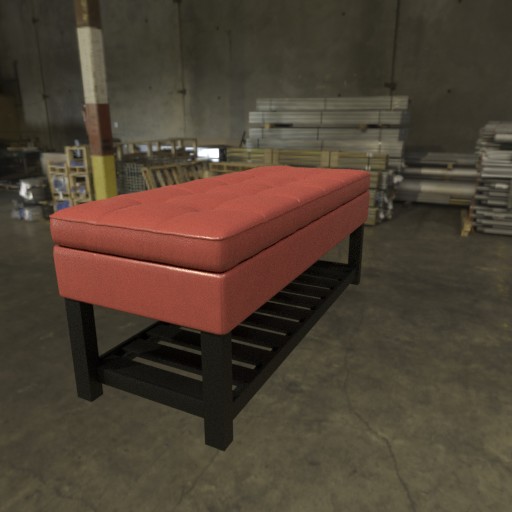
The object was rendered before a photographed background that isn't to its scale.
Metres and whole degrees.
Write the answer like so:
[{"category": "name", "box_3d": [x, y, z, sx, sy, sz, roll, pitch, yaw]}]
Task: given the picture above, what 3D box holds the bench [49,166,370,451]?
[{"category": "bench", "box_3d": [0.000, 0.000, 1.355, 0.432, 0.460, 1.105, 8, 19, 25]}]
